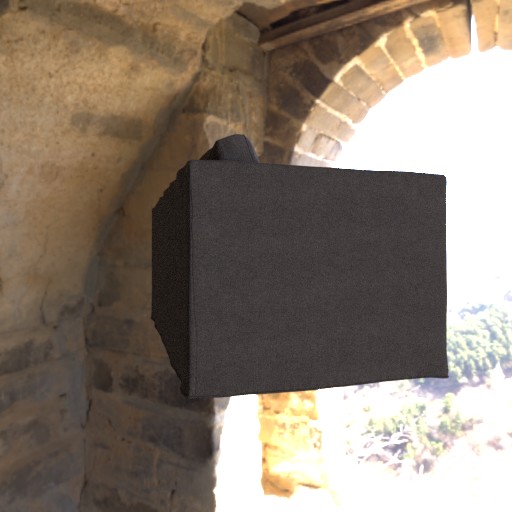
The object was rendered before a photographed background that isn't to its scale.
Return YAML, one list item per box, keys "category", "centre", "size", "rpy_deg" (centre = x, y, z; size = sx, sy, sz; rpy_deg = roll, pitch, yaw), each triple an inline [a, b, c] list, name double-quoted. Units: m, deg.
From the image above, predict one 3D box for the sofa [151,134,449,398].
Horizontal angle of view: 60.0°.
- category: "sofa"
  centre: [0.000, 0.000, 2.300]
  size: [0.974, 0.854, 1.802]
  rpy_deg: [0, 1, -17]
